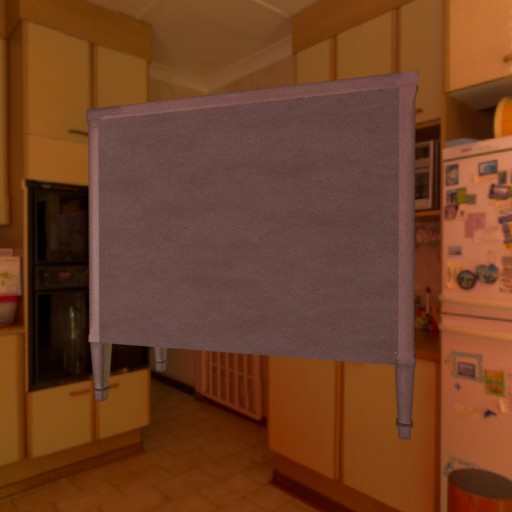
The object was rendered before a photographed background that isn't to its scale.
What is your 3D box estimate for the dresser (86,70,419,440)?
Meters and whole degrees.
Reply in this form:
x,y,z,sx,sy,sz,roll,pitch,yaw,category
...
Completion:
x,y,z,sx,sy,sz,roll,pitch,yaw,category
0.000,0.000,1.553,1.049,0.986,0.463,0,1,18,dresser
